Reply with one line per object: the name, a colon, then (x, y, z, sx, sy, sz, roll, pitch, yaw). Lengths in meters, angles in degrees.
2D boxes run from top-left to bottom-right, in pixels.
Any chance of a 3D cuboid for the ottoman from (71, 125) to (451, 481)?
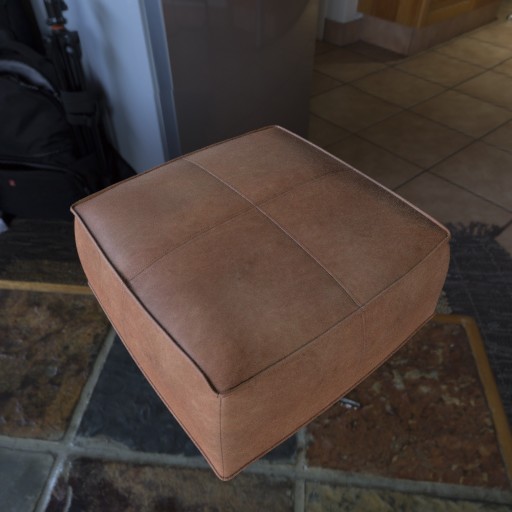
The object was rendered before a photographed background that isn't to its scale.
ottoman: (0.000, 0.000, 1.384, 0.902, 0.395, 0.901, -29, 52, -26)
